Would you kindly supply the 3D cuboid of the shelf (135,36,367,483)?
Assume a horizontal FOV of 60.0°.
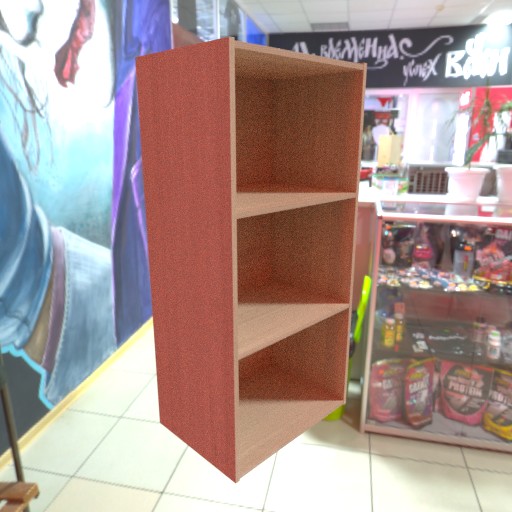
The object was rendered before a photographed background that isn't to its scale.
[{"bbox_3d":[0.000,0.000,1.074,0.417,0.876,0.292,-15,22,-43],"label":"shelf"}]
